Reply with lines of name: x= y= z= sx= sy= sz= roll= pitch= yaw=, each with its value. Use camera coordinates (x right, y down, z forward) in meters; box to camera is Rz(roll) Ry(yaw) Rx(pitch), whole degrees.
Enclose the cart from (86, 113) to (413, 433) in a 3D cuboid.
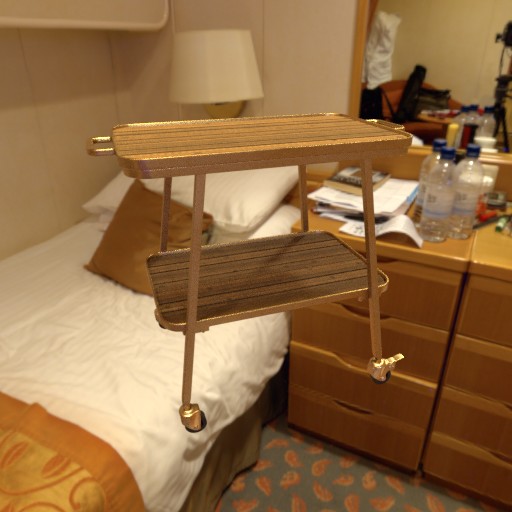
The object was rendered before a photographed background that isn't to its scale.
cart: x=0.000 y=0.000 z=1.266 sx=0.806 sy=0.700 sz=0.524 roll=-9 pitch=28 yaw=-17
